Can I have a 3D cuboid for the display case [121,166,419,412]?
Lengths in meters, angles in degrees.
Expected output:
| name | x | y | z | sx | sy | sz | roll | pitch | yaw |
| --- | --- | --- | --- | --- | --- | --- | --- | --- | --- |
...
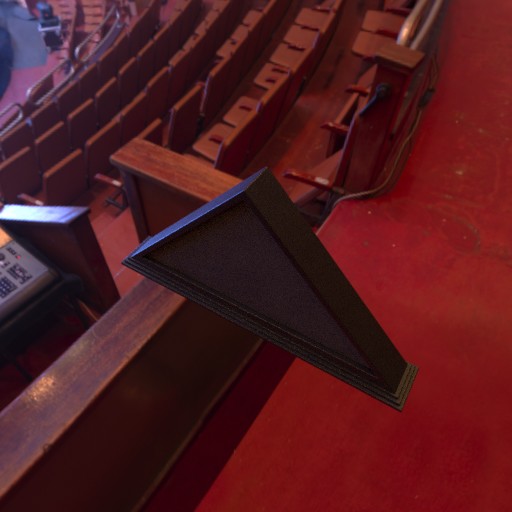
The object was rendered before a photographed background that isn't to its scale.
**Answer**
| name | x | y | z | sx | sy | sz | roll | pitch | yaw |
| --- | --- | --- | --- | --- | --- | --- | --- | --- | --- |
| display case | 0.000 | 0.000 | 0.769 | 0.640 | 0.340 | 0.095 | 25 | 53 | 20 |
